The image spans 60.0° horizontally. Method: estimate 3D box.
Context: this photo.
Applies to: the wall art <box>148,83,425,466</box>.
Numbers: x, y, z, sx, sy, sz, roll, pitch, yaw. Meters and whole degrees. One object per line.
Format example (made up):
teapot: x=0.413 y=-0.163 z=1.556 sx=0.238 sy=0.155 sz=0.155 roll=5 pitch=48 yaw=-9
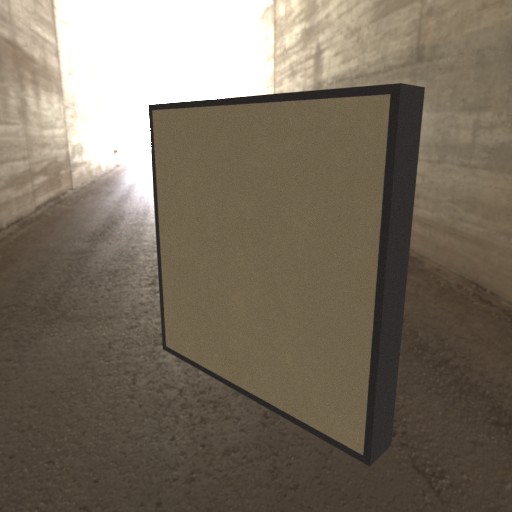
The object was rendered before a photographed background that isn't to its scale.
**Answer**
wall art: x=0.000 y=0.000 z=0.445 sx=0.302 sy=0.300 sz=0.036 roll=14 pitch=21 yaw=42
